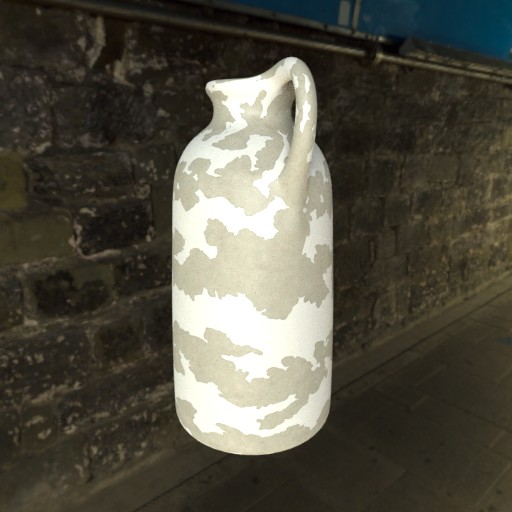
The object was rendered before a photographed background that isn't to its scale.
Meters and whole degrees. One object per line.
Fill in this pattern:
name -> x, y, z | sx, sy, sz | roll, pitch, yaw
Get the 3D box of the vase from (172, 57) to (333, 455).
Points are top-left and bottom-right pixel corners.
vase -> 0.000, 0.000, 0.482 | 0.186, 0.382, 0.203 | -8, 18, -25
